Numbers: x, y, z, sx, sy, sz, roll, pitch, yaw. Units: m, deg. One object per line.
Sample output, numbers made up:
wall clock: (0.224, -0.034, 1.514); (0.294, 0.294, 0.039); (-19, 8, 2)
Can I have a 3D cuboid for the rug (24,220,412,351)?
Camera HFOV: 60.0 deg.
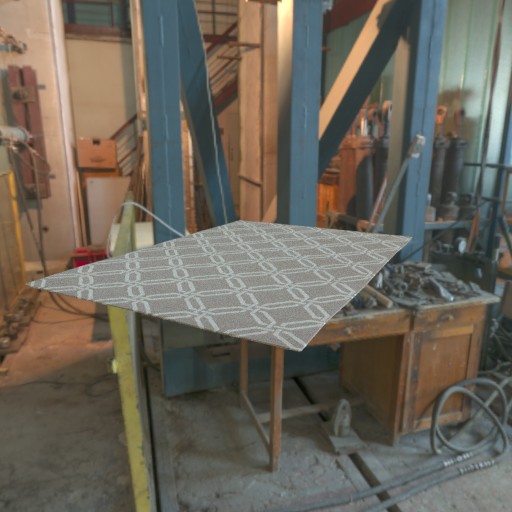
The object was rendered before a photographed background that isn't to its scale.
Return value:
rug: (0.000, 0.000, 2.775); (1.524, 0.013, 2.135); (8, 16, 28)
